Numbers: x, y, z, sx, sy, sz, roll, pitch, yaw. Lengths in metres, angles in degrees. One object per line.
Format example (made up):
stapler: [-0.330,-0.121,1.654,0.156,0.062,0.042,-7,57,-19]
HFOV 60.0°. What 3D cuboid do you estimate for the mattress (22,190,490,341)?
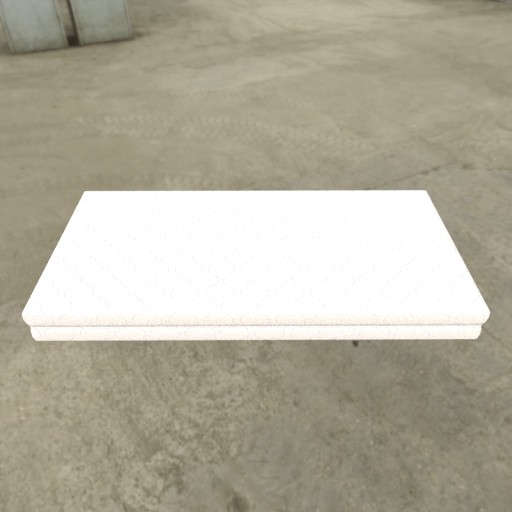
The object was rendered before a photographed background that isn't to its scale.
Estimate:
mattress: [0.000,0.000,2.176,1.900,0.200,0.900,0,41,0]
